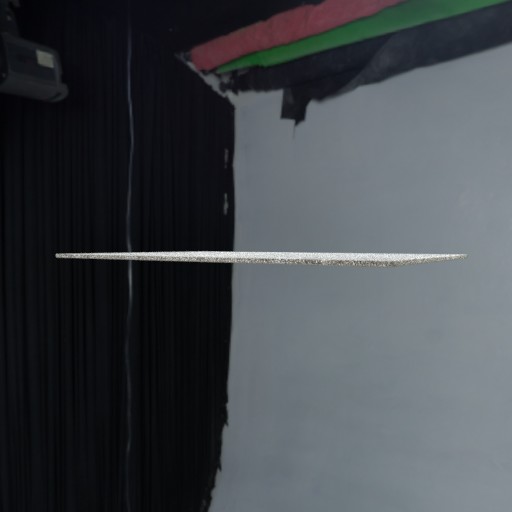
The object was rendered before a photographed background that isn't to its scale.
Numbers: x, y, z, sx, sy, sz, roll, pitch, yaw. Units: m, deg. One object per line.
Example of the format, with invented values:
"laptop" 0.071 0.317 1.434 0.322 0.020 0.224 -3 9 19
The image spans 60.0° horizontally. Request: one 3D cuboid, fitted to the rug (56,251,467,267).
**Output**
"rug" 0.000 0.000 2.984 2.350 0.025 1.502 1 2 36
